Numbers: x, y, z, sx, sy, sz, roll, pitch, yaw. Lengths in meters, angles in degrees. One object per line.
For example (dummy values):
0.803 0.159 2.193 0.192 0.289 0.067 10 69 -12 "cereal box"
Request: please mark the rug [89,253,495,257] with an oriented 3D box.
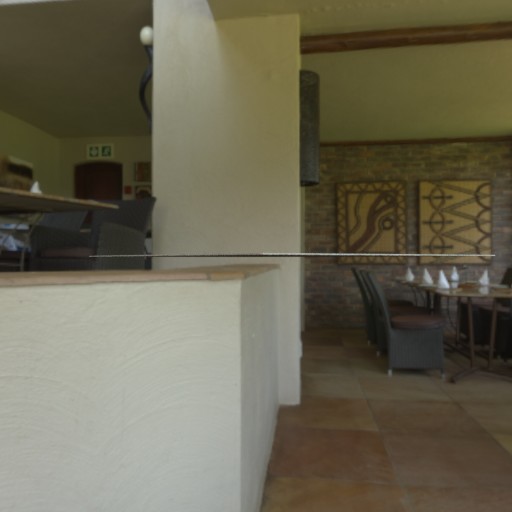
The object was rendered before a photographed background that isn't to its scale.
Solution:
0.000 0.000 2.290 1.229 0.005 1.827 0 0 -35 "rug"
